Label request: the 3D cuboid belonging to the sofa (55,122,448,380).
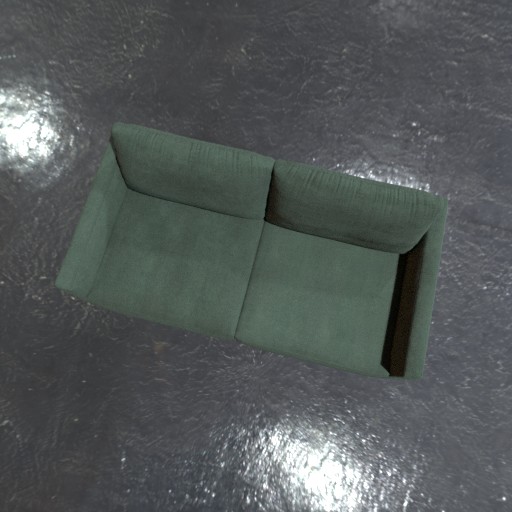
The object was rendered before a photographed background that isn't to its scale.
[{"bbox_3d":[0.000,0.000,2.218,1.676,0.817,0.875,14,75,4],"label":"sofa"}]
